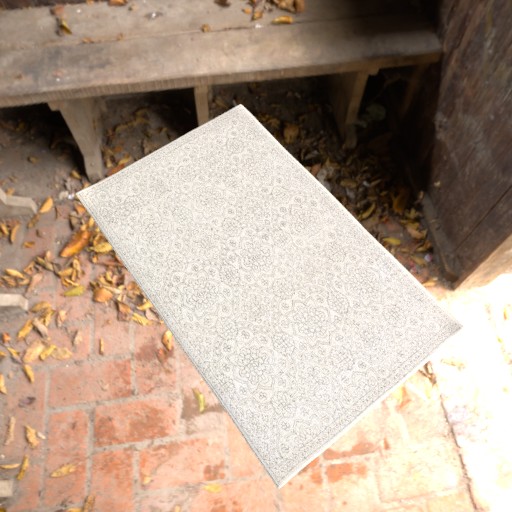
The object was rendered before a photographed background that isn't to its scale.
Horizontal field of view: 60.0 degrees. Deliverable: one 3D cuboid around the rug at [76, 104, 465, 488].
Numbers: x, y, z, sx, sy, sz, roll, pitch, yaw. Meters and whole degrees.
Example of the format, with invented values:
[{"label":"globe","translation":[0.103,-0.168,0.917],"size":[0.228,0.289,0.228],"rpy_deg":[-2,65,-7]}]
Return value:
[{"label":"rug","translation":[0.000,0.000,2.443],"size":[1.214,0.023,1.947],"rpy_deg":[-34,68,-16]}]
